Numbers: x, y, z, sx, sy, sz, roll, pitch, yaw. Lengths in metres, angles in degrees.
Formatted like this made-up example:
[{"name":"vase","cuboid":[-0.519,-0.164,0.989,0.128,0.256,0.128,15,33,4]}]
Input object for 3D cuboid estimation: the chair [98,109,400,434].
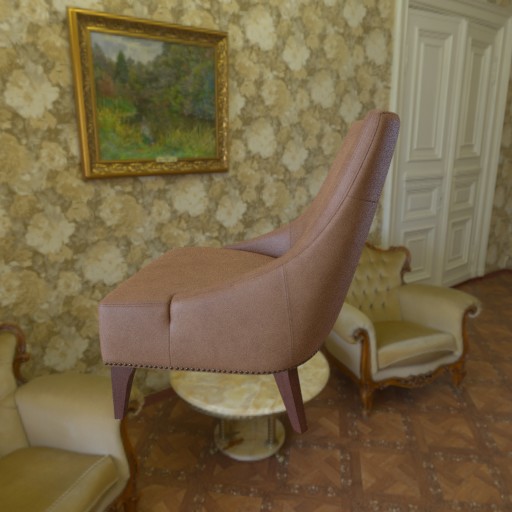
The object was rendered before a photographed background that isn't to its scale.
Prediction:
[{"name":"chair","cuboid":[0.000,0.000,1.508,0.861,0.909,0.701,2,14,8]}]
